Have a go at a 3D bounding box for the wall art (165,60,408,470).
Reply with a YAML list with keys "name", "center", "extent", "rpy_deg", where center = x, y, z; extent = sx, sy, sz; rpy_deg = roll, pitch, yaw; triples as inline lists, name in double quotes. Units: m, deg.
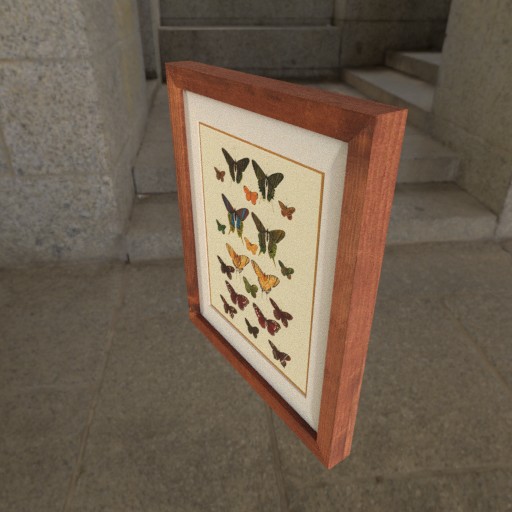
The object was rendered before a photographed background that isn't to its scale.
- name: "wall art"
  center: [0.000, 0.000, 0.602]
  extent: [0.039, 0.449, 0.377]
  rpy_deg: [-20, 36, -30]
